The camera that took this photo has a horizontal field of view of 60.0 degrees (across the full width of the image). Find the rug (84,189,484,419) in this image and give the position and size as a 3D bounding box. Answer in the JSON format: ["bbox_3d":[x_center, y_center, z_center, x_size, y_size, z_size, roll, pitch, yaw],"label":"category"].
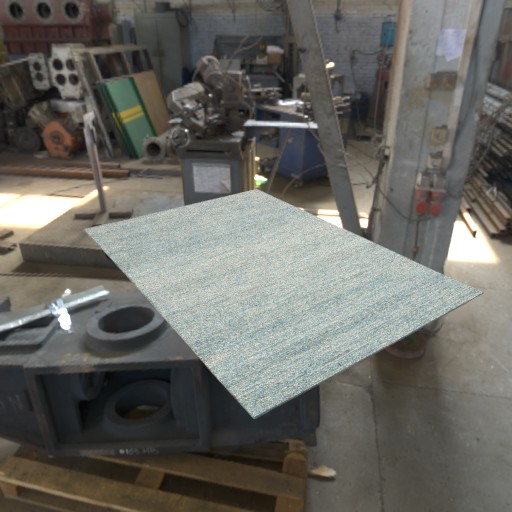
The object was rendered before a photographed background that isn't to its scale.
[{"bbox_3d":[0.000,0.000,2.943,1.611,0.026,2.260,-18,32,-31],"label":"rug"}]
